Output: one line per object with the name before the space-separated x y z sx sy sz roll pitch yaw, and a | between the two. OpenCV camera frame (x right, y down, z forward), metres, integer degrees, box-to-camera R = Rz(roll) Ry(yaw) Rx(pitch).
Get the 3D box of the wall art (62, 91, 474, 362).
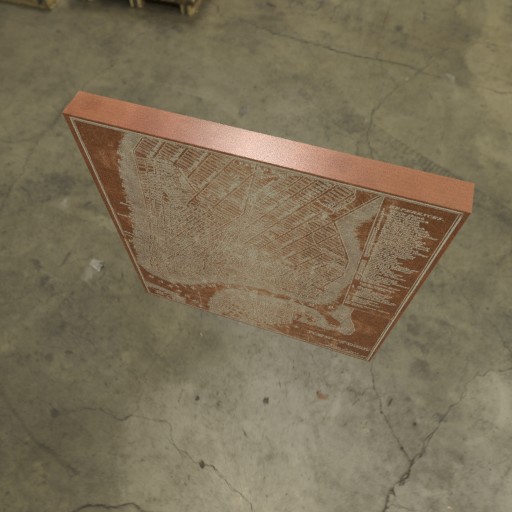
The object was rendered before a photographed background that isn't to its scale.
wall art | 0.000 0.000 0.595 0.403 0.403 0.035 16 60 10
